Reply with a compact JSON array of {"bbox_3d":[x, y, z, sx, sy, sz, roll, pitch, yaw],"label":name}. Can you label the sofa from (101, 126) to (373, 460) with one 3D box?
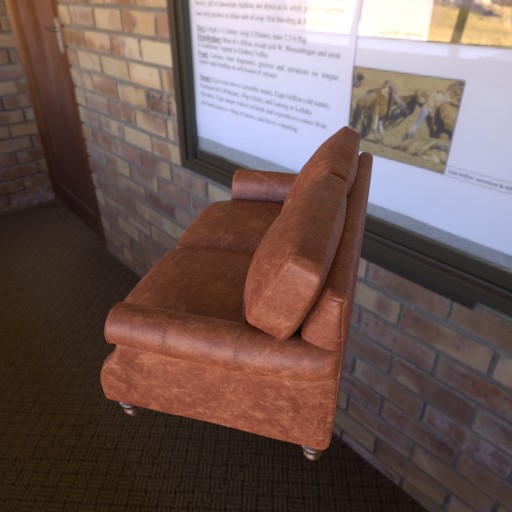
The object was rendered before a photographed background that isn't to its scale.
[{"bbox_3d":[0.000,0.000,2.190,0.990,0.967,1.616,8,32,13],"label":"sofa"}]
